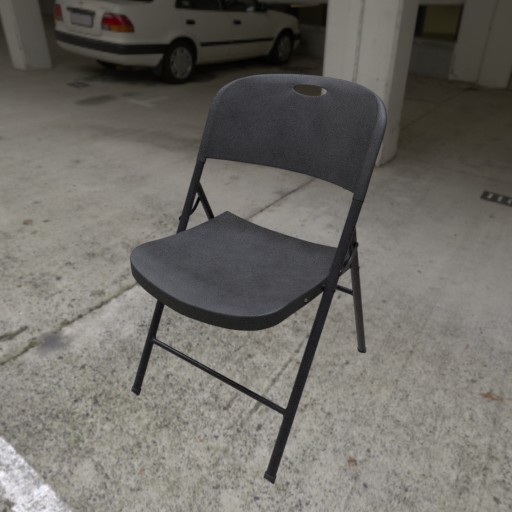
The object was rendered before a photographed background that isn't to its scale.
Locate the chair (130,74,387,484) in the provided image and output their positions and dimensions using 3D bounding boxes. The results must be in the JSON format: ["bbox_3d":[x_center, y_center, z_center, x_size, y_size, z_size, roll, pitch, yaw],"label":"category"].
[{"bbox_3d":[0.000,0.000,1.149,0.494,0.810,0.566,20,36,30],"label":"chair"}]
